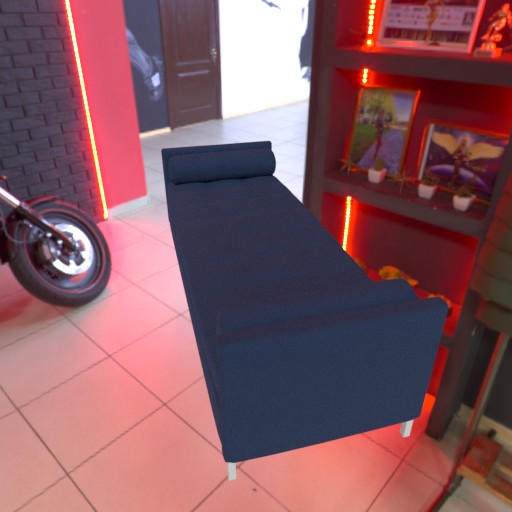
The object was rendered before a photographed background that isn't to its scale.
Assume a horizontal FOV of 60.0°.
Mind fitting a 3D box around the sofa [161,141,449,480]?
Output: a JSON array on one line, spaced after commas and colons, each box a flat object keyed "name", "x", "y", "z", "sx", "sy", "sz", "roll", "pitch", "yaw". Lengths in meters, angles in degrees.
[{"name": "sofa", "x": 0.000, "y": 0.000, "z": 2.388, "sx": 0.797, "sy": 0.657, "sz": 2.102, "roll": -8, "pitch": 31, "yaw": -13}]
